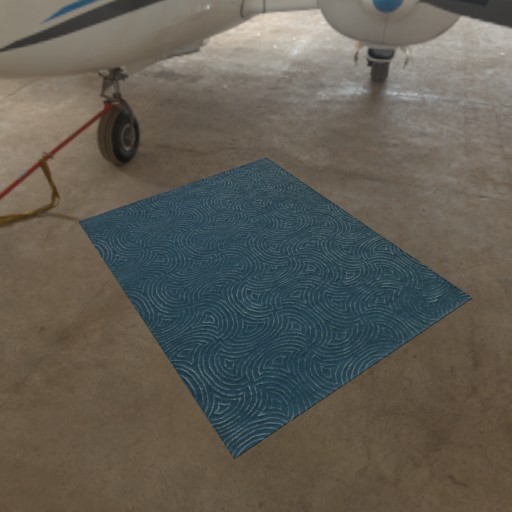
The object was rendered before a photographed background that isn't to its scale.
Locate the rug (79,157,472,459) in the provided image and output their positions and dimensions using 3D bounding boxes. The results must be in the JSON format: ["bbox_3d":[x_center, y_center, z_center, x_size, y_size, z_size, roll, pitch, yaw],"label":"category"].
[{"bbox_3d":[0.000,0.000,4.232,2.432,0.012,3.033,-24,46,-26],"label":"rug"}]
